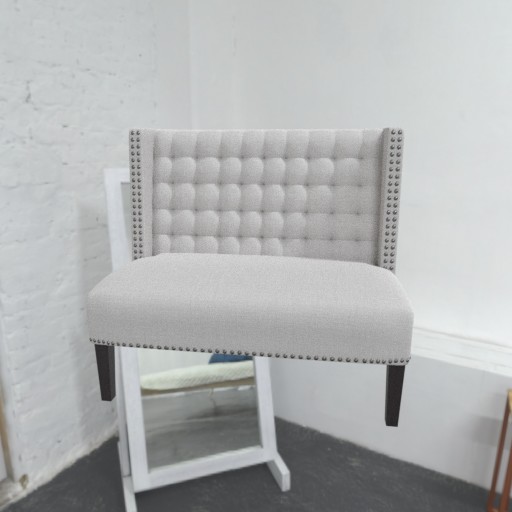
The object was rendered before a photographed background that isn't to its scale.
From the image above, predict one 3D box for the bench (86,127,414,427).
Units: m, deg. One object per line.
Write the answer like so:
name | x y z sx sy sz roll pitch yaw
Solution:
bench | 0.000 0.000 2.005 1.280 1.123 0.847 2 15 8
